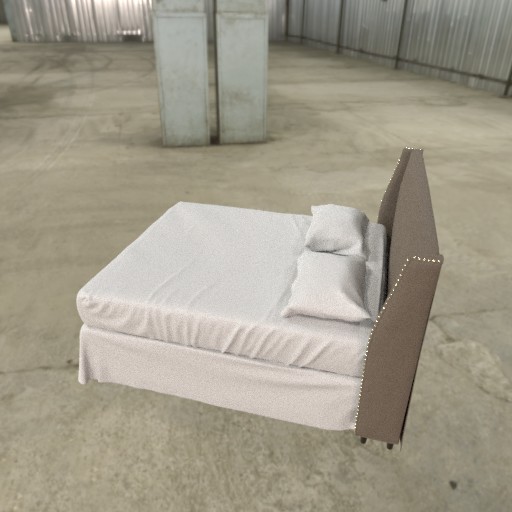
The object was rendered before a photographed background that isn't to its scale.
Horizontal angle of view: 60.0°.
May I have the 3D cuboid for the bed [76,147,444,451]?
[{"bbox_3d":[0.000,0.000,3.332,2.276,1.332,1.925,8,30,13],"label":"bed"}]
